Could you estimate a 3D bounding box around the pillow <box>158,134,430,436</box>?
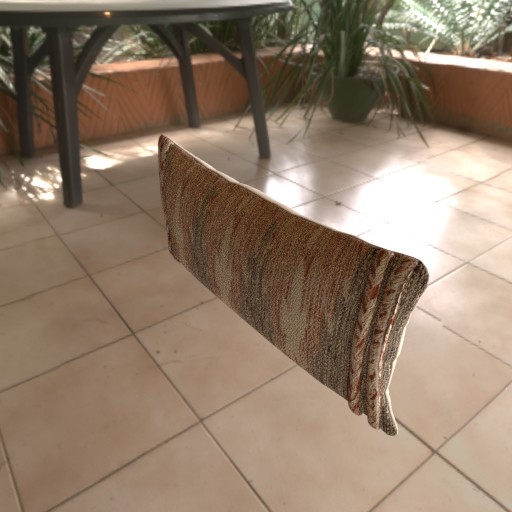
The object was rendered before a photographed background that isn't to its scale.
[{"bbox_3d":[0.000,0.000,0.750,0.139,0.282,0.635,-22,38,-31],"label":"pillow"}]
